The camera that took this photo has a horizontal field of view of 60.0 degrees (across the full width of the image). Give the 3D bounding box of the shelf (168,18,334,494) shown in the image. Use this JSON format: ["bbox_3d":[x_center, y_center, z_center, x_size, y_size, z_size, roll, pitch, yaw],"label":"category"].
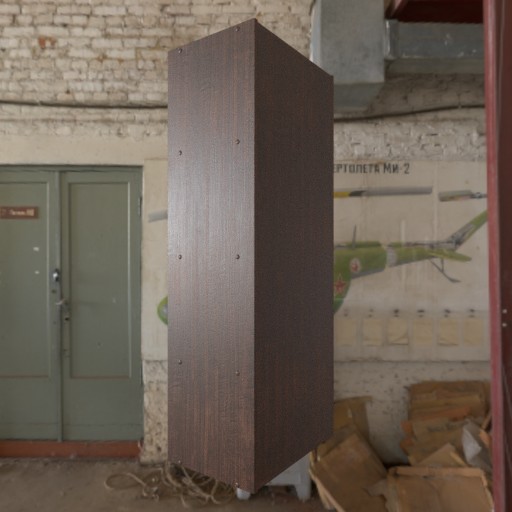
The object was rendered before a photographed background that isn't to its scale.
[{"bbox_3d":[0.000,0.000,1.272,0.290,1.099,0.415,0,0,36],"label":"shelf"}]
